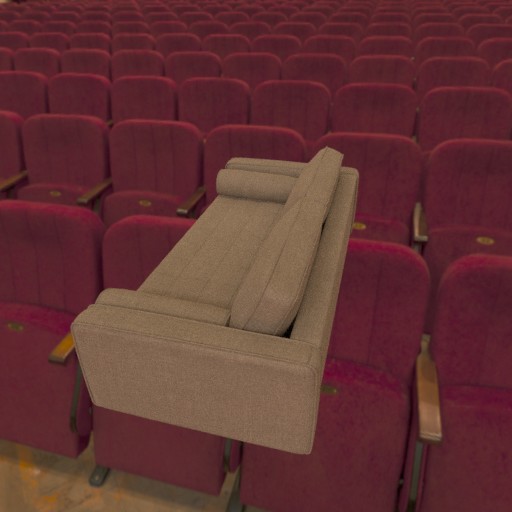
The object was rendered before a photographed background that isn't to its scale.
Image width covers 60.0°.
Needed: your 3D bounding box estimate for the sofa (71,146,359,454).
[{"bbox_3d":[0.000,0.000,2.332,0.914,0.762,1.879,8,32,13],"label":"sofa"}]
